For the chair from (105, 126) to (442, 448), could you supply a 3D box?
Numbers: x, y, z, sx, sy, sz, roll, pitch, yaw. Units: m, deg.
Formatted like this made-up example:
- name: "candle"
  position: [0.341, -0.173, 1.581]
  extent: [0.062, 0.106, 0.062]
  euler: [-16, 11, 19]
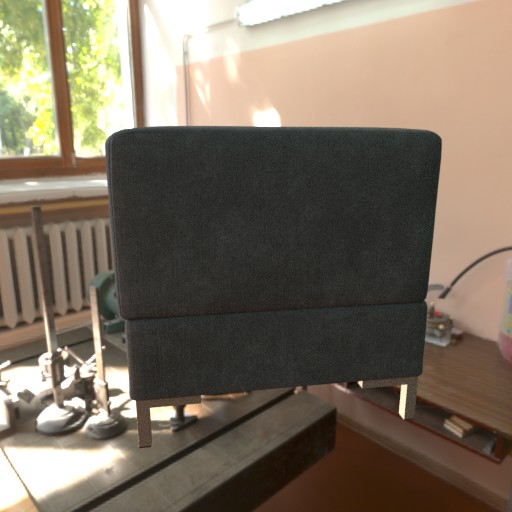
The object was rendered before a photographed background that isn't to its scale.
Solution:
- name: "chair"
  position: [0.000, 0.000, 1.213]
  extent: [0.680, 0.660, 0.680]
  euler: [-2, 14, -9]
